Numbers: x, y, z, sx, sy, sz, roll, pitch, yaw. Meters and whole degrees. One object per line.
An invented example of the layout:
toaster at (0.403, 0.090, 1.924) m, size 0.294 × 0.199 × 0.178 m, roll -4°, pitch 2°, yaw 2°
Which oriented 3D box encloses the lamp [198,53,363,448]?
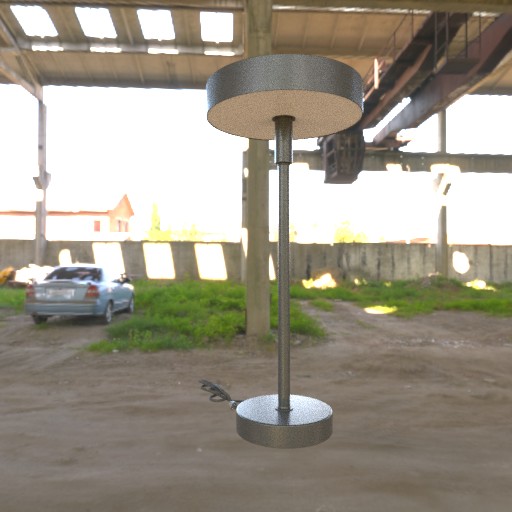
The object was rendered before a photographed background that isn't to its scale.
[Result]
lamp at (0.000, 0.000, 0.710) m, size 0.229 × 0.508 × 0.369 m, roll 1°, pitch -1°, yaw -36°
